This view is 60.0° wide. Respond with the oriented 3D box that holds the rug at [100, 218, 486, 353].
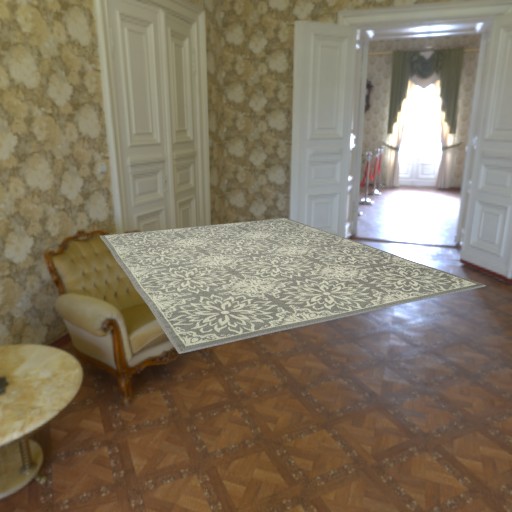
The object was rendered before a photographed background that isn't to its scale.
[{"bbox_3d":[0.000,0.000,4.090,2.363,0.012,2.980,-8,17,-25],"label":"rug"}]
